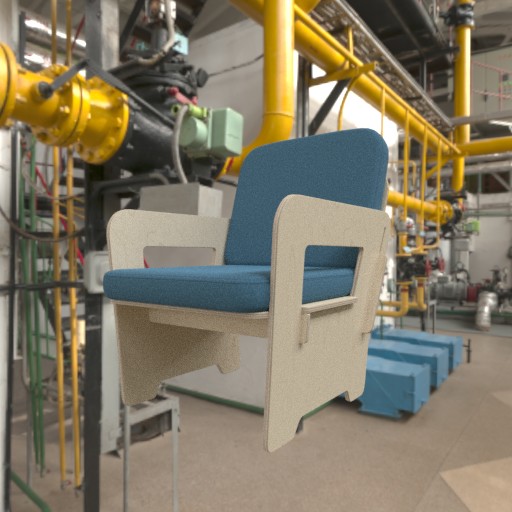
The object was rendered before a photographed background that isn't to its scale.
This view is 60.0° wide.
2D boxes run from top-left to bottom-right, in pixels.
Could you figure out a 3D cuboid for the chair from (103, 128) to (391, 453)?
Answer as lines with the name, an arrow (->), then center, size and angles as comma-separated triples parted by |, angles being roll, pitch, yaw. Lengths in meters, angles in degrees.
chair -> 0.000, 0.000, 1.170 | 0.547, 0.747, 0.657 | 0, 1, 37
